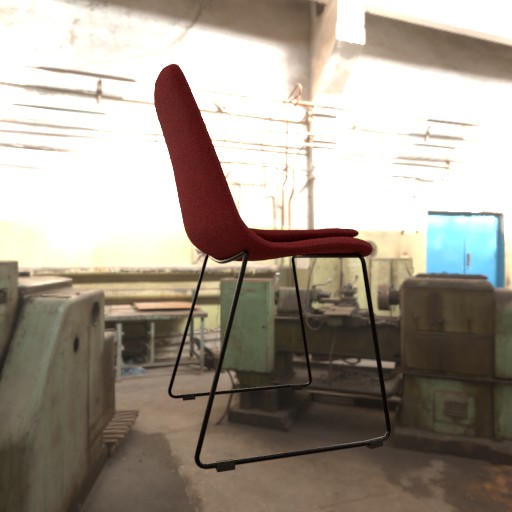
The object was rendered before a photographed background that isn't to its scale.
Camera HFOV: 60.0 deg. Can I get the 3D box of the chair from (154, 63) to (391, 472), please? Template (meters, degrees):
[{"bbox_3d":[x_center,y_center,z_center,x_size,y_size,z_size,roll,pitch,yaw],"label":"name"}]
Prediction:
[{"bbox_3d":[0.000,0.000,1.153,0.518,0.858,0.479,0,0,-18],"label":"chair"}]
